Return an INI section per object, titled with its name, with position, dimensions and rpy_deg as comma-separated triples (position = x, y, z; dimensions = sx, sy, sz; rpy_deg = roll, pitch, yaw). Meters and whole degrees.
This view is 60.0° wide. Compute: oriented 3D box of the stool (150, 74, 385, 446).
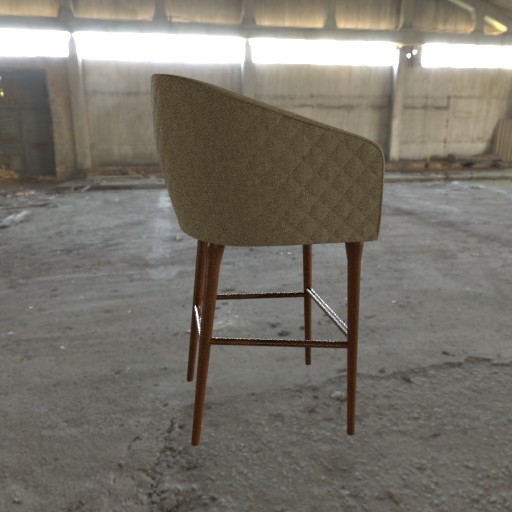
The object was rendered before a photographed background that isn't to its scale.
[stool]
position = 0.000, 0.000, 1.440
dimensions = 0.607, 1.078, 0.559
rpy_deg = -3, 15, -10
